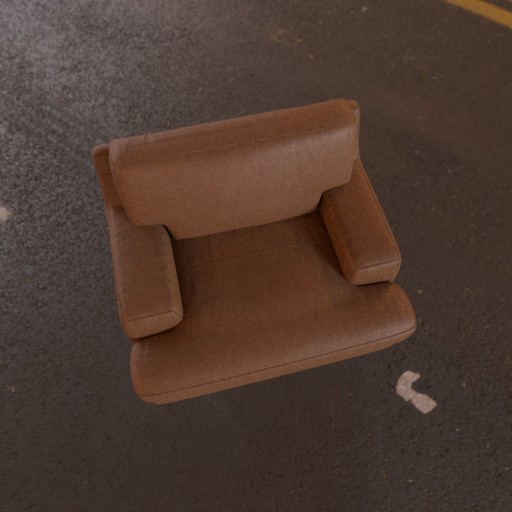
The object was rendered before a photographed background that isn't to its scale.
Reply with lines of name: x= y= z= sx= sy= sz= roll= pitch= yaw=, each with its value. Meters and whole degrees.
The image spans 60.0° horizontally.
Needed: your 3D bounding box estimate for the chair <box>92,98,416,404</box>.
chair: x=0.000 y=0.000 z=2.040 sx=1.276 sy=0.978 sz=1.050 roll=-12 pitch=63 yaw=-6
